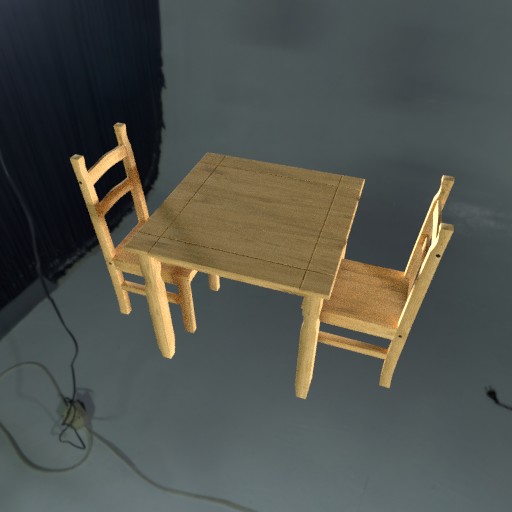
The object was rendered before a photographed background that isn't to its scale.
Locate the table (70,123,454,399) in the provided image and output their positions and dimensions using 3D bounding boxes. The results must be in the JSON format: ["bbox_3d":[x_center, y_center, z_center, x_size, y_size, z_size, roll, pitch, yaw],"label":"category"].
[{"bbox_3d":[0.000,0.000,2.084,1.501,0.942,0.813,13,43,14],"label":"table"}]
